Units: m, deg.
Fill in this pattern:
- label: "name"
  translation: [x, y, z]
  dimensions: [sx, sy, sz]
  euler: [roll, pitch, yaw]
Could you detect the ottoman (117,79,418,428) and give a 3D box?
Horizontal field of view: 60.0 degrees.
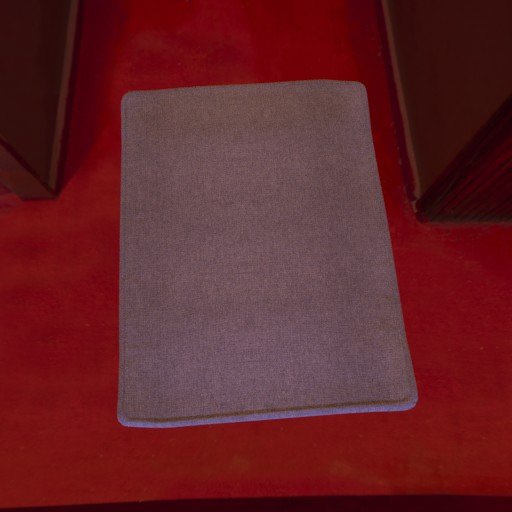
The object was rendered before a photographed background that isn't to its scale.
- label: "ottoman"
  translation: [0.000, 0.000, 1.221]
  dimensions: [0.652, 0.492, 0.833]
  euler: [-4, 74, -1]
